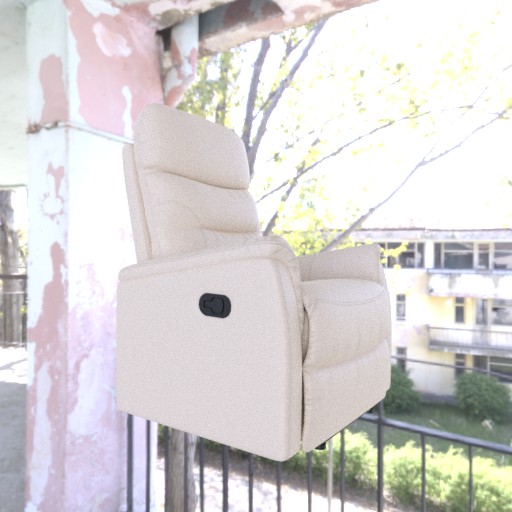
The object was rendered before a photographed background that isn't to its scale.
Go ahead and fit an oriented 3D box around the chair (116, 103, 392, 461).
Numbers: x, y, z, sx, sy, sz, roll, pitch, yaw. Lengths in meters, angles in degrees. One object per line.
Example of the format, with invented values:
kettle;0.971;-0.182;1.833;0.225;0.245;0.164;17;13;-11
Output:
chair;0.000;0.000;1.593;0.831;1.082;0.775;0;-1;36
